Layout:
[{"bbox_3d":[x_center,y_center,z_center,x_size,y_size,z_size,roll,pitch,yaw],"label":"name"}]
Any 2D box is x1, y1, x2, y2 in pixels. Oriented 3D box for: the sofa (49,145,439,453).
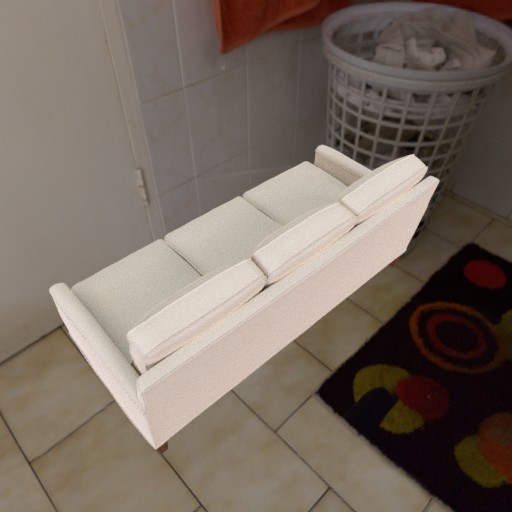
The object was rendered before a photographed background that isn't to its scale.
[{"bbox_3d":[0.000,0.000,2.802,2.246,1.003,1.084,-32,54,-28],"label":"sofa"}]
